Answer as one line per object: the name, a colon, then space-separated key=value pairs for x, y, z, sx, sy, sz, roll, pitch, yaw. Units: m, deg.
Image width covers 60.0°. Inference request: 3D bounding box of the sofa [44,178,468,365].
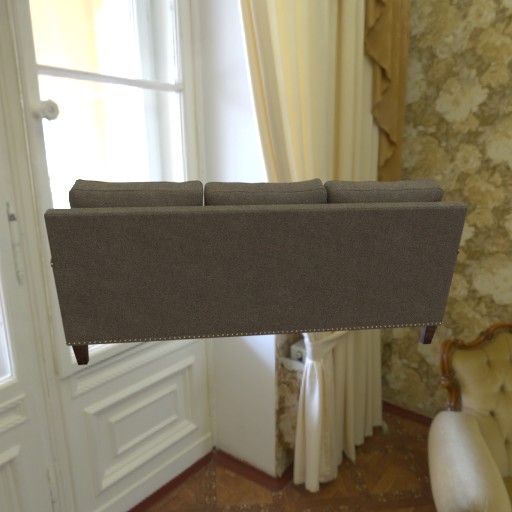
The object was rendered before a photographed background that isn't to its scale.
sofa: x=0.000 y=0.000 z=2.851 sx=2.226 sy=1.042 sz=1.034 roll=-2 pitch=14 yaw=-7
